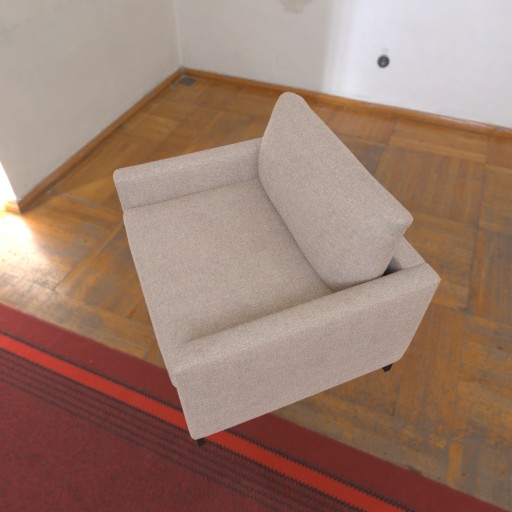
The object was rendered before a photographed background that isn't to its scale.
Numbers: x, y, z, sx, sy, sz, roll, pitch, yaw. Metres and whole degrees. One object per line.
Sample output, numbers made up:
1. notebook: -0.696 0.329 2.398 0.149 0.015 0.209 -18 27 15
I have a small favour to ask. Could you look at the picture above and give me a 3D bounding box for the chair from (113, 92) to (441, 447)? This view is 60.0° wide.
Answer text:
1. chair: 0.000 0.000 1.674 0.866 0.861 0.963 -17 50 -15
